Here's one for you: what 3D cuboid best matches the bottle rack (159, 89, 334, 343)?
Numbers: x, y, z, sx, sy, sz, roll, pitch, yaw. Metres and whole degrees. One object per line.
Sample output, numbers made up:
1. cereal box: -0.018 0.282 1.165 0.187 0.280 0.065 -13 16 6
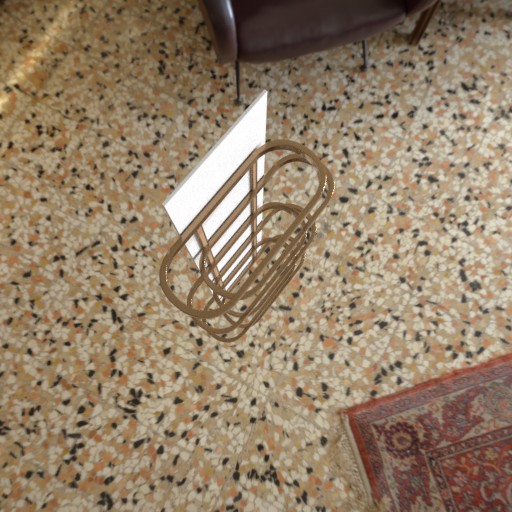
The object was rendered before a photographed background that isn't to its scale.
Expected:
1. bottle rack: 0.000 0.000 0.831 0.118 0.709 0.332 37 78 9
